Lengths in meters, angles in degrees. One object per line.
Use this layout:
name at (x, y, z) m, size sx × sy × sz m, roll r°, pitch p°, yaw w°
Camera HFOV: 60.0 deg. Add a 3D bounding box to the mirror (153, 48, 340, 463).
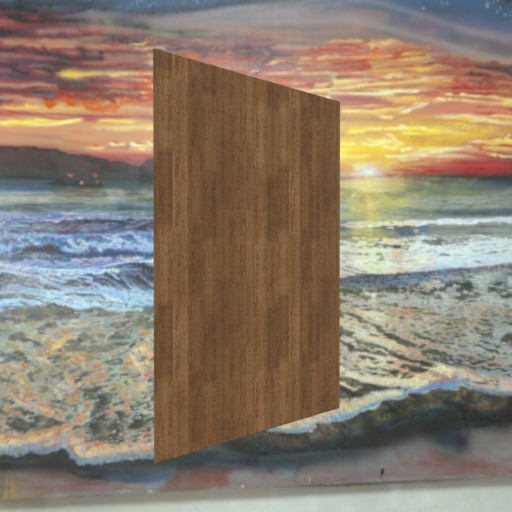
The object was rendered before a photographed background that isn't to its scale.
mirror at (0.000, 0.000, 1.288) m, size 0.651 × 1.010 × 0.047 m, roll 0°, pitch 1°, yaw -36°
